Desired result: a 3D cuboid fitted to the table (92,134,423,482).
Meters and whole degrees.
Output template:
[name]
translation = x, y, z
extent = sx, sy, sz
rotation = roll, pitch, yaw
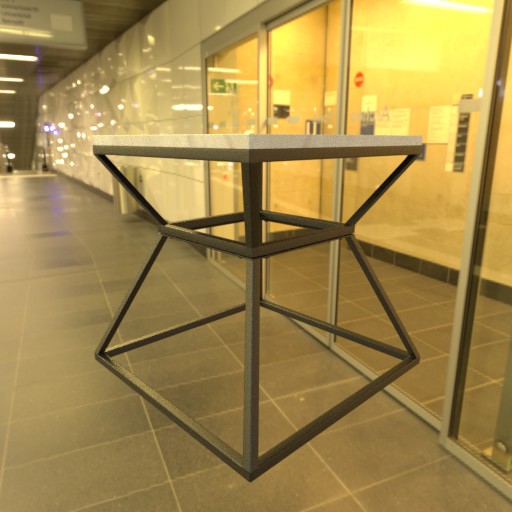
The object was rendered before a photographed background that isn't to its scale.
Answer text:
[table]
translation = 0.000, 0.000, 0.821
extent = 0.455, 0.431, 0.455
rotation = -14, 20, -42
